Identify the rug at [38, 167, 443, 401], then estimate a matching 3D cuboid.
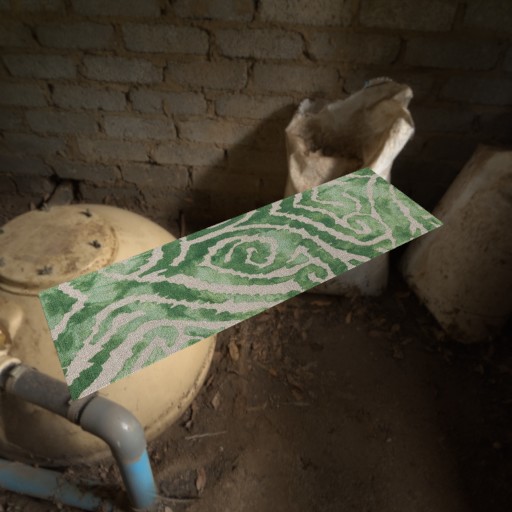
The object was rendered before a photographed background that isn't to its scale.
[{"bbox_3d":[0.000,0.000,2.729,2.438,0.006,0.761,-23,50,-21],"label":"rug"}]
